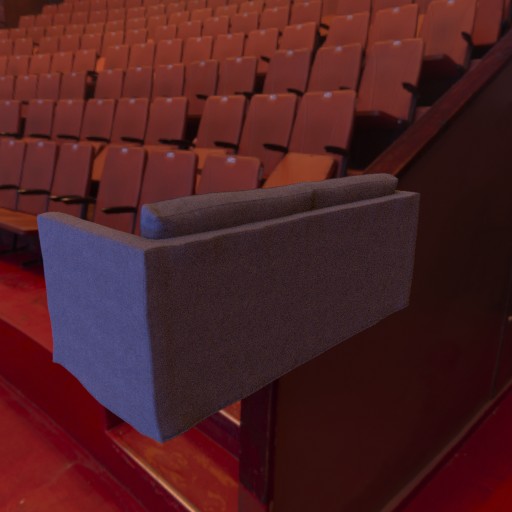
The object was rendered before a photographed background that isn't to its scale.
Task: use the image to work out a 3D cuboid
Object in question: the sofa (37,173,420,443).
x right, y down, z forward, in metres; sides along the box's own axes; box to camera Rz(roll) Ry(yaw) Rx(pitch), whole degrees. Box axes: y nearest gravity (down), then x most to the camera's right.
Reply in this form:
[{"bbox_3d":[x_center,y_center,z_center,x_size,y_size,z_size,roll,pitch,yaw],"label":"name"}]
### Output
[{"bbox_3d":[0.000,0.000,2.448,0.953,0.855,1.982,15,21,43],"label":"sofa"}]
